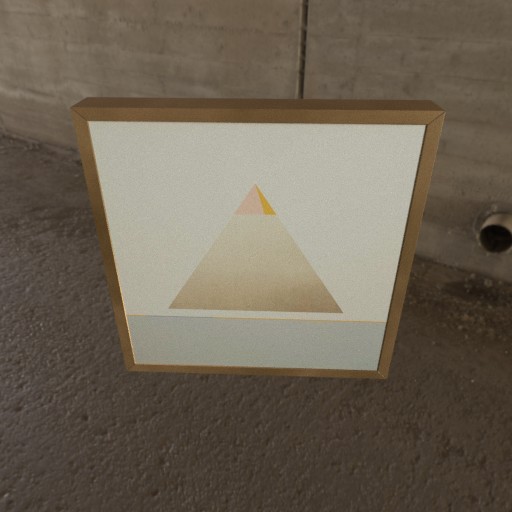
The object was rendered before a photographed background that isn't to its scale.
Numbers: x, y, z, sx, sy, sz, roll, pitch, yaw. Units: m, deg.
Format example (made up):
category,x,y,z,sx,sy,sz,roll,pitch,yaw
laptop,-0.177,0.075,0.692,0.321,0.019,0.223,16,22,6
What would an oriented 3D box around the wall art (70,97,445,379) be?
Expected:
category,x,y,z,sx,sy,sz,roll,pitch,yaw
wall art,0.000,0.000,0.455,0.305,0.303,0.038,1,32,2
